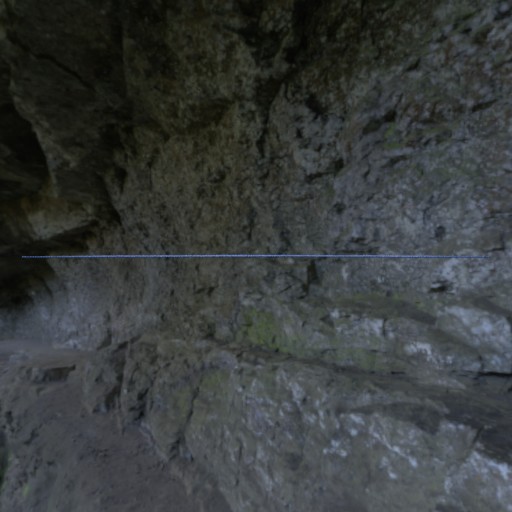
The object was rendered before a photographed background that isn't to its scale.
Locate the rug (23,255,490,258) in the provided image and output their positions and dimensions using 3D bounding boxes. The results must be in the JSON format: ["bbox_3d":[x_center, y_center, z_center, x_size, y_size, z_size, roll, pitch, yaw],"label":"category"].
[{"bbox_3d":[0.000,0.000,2.204,1.740,0.010,1.135,0,0,0],"label":"rug"}]
